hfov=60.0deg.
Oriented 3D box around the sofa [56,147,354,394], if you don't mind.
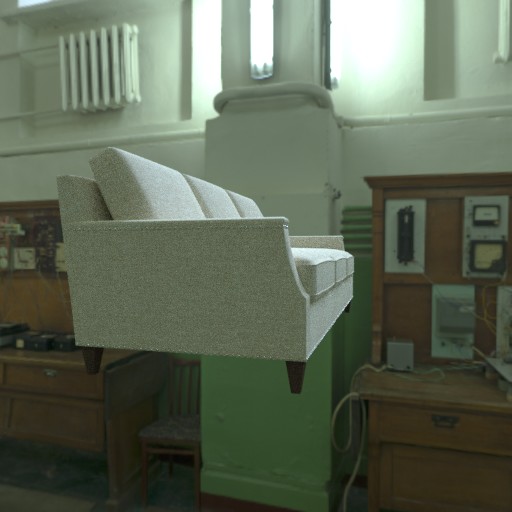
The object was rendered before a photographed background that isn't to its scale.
[{"bbox_3d":[0.000,0.000,2.707,1.041,0.940,2.210,0,1,16],"label":"sofa"}]
